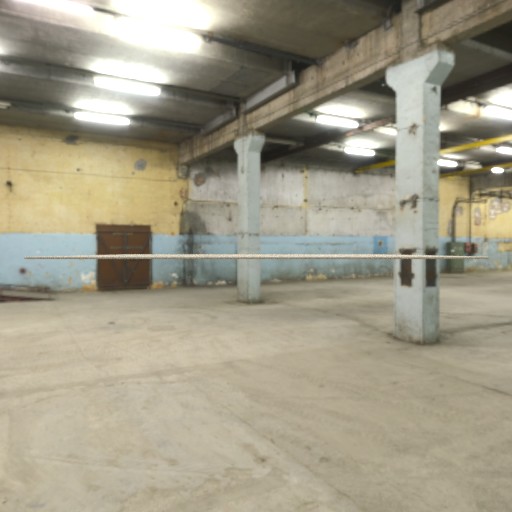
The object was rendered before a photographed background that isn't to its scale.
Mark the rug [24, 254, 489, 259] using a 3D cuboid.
[{"bbox_3d":[0.000,0.000,4.114,3.050,0.015,2.441,0,1,-1],"label":"rug"}]
